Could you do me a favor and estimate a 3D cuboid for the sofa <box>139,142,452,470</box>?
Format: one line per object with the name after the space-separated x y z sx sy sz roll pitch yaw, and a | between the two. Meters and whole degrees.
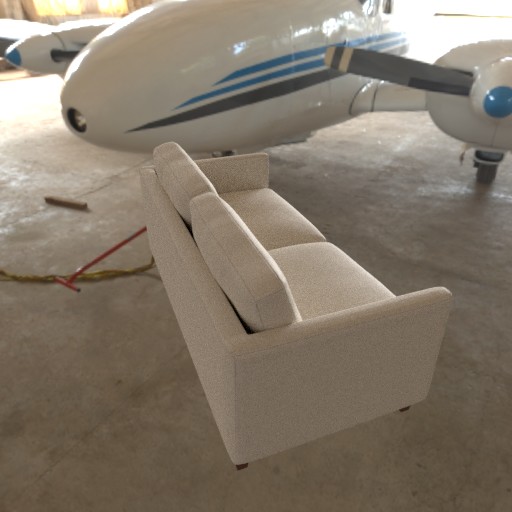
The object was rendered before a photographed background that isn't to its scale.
0.000 0.000 2.489 0.965 0.889 1.981 -11 32 -18 | sofa
